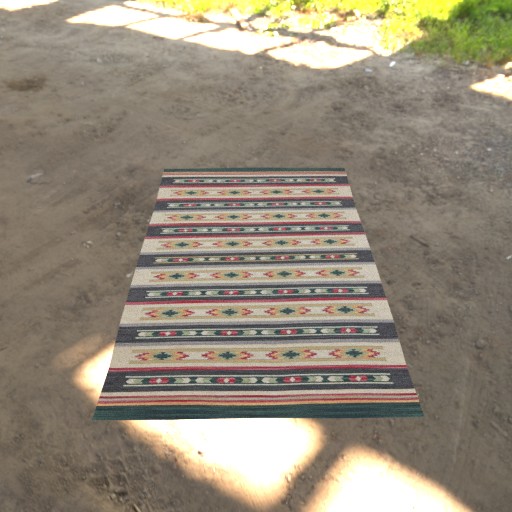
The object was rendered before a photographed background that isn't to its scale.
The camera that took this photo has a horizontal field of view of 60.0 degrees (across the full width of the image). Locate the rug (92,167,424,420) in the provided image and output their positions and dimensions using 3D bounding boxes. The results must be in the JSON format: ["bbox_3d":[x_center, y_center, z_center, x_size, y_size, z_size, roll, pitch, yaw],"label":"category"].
[{"bbox_3d":[0.000,0.000,2.313,1.221,0.009,1.825,0,41,0],"label":"rug"}]
